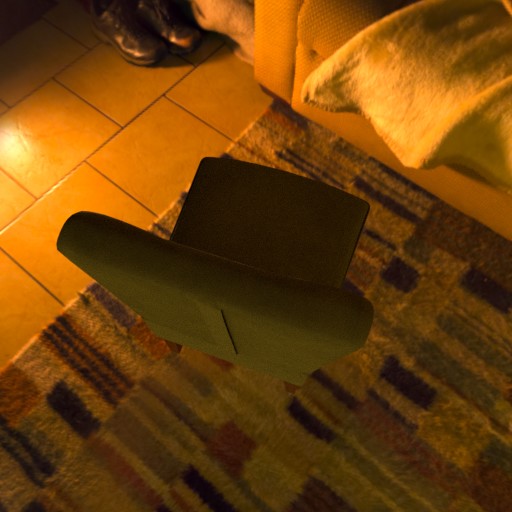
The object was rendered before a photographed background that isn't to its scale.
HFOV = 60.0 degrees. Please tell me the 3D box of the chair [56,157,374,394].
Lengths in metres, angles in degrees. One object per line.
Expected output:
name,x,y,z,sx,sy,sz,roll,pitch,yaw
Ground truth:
chair,0.000,0.000,1.143,0.521,0.806,0.554,17,66,8
